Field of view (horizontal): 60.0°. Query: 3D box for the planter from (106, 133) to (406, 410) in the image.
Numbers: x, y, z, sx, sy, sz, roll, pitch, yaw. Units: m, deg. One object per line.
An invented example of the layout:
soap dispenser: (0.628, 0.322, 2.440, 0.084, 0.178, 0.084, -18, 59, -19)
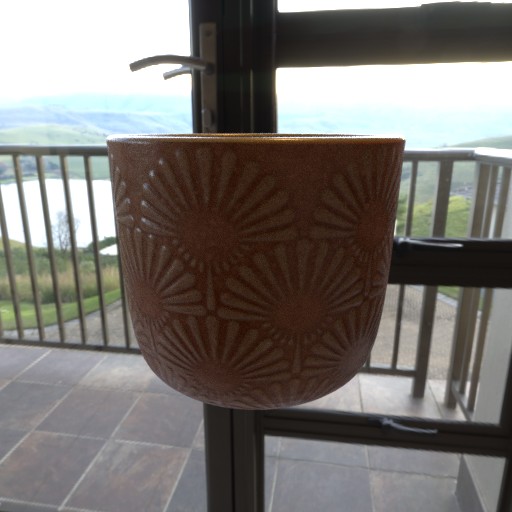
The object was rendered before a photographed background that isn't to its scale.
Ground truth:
planter: (0.000, 0.000, 0.207, 0.124, 0.109, 0.124, 0, 16, 0)
